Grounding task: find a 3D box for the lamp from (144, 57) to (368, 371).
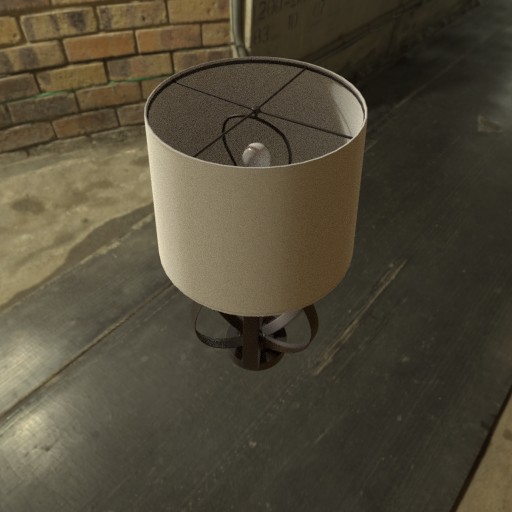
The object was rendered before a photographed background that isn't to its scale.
[{"bbox_3d":[0.000,0.000,0.692,0.286,0.510,0.286,0,47,0],"label":"lamp"}]
